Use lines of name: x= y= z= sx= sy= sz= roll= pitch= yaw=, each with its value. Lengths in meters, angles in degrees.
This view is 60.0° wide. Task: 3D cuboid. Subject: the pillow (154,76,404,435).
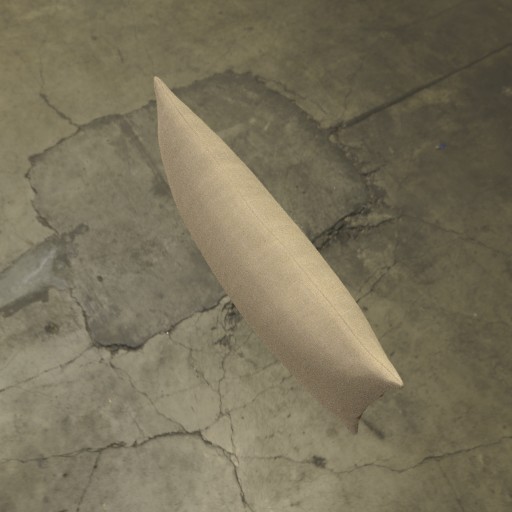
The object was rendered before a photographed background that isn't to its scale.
pillow: x=0.000 y=0.000 z=0.736 sx=0.148 sy=0.308 sz=0.612 roll=-30 pitch=64 yaw=-16
